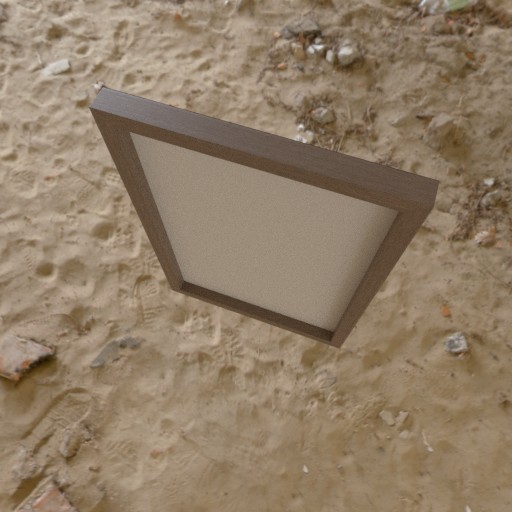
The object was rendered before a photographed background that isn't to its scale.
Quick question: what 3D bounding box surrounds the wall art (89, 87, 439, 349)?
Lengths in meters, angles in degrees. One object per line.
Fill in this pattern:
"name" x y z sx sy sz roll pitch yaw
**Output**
"wall art" 0.000 0.000 0.668 0.358 0.510 0.032 18 65 9
